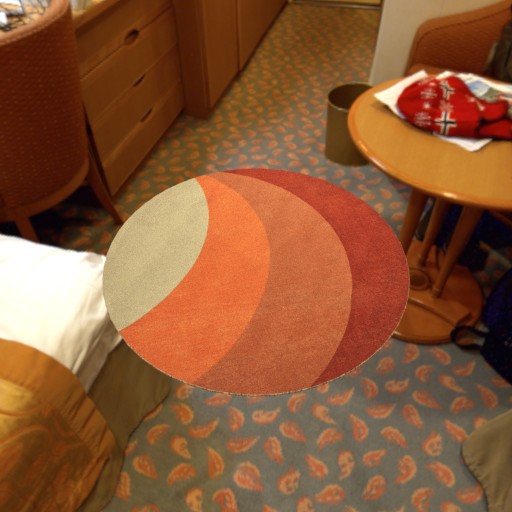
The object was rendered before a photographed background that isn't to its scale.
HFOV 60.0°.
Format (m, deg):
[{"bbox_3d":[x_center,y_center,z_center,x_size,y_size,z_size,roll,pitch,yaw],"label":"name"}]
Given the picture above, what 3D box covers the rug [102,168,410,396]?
[{"bbox_3d":[0.000,0.000,2.247,1.514,0.015,1.514,0,46,0],"label":"rug"}]
